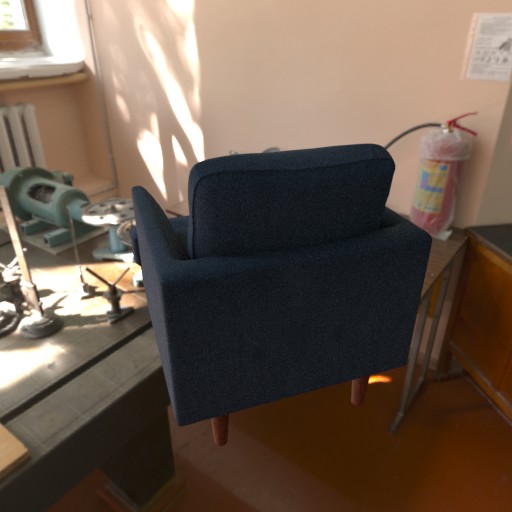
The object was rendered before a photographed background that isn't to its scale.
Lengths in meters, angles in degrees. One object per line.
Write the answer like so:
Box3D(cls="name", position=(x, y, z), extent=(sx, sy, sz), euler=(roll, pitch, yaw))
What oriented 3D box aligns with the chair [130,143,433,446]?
Box3D(cls="chair", position=(0.000, 0.000, 1.670), extent=(0.858, 0.957, 0.899), euler=(-9, 30, -17))
